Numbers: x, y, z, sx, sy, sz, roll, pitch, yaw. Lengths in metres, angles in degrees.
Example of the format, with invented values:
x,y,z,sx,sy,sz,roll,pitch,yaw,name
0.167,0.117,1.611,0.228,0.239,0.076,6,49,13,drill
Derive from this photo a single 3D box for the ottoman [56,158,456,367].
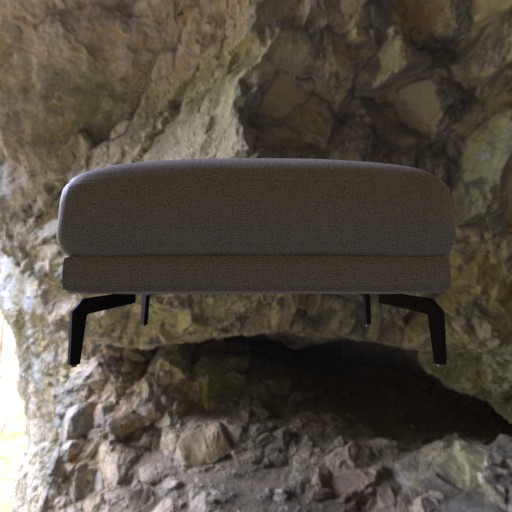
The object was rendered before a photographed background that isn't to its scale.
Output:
x,y,z,sx,sy,sz,roll,pitch,yaw,name
0.000,0.000,1.083,0.772,0.420,0.568,0,-1,0,ottoman
